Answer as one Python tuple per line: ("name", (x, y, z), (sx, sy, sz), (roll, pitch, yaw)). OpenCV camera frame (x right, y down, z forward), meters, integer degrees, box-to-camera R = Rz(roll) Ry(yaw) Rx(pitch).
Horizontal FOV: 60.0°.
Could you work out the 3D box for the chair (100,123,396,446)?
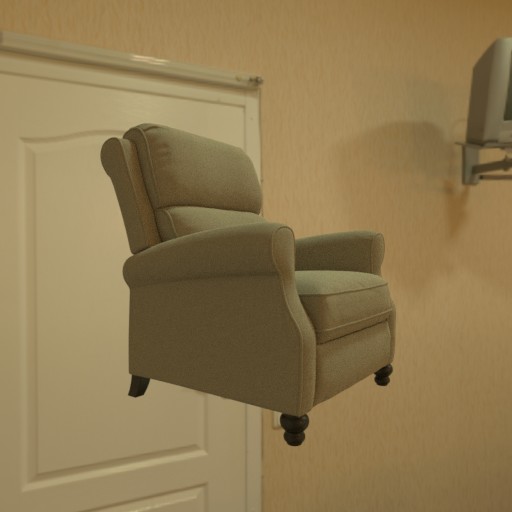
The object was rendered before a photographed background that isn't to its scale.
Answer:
("chair", (0.000, 0.000, 1.751), (0.919, 1.046, 0.859), (1, 1, 37))
